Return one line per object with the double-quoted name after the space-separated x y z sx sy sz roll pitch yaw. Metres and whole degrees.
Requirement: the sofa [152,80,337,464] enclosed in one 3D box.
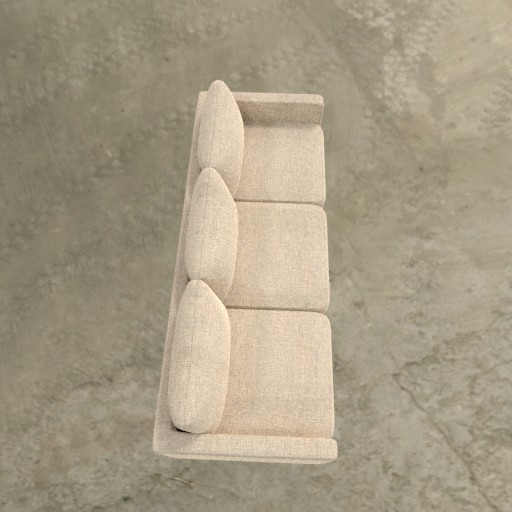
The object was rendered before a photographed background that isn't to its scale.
0.000 0.000 2.655 0.859 0.874 2.218 2 63 1 "sofa"
